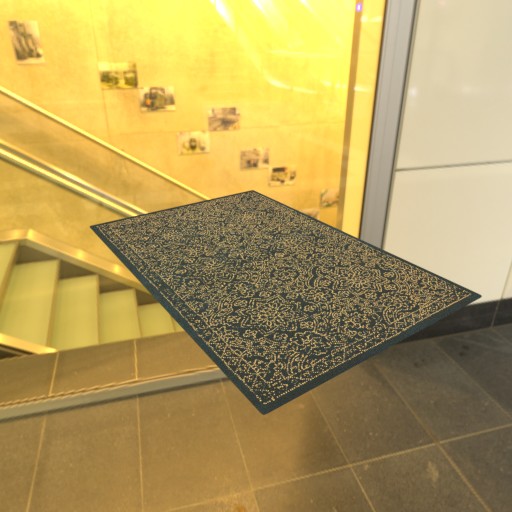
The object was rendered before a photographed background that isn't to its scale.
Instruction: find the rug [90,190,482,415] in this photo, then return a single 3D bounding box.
[{"bbox_3d":[0.000,0.000,2.357,1.219,0.010,1.829,-17,32,-31],"label":"rug"}]
